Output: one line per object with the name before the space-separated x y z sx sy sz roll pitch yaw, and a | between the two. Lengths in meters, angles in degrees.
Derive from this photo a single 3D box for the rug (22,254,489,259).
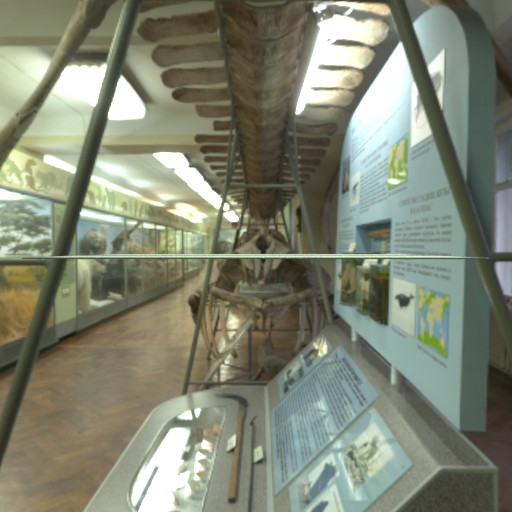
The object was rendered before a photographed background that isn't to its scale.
rug | 0.000 0.000 2.356 1.854 0.006 1.234 0 1 1
